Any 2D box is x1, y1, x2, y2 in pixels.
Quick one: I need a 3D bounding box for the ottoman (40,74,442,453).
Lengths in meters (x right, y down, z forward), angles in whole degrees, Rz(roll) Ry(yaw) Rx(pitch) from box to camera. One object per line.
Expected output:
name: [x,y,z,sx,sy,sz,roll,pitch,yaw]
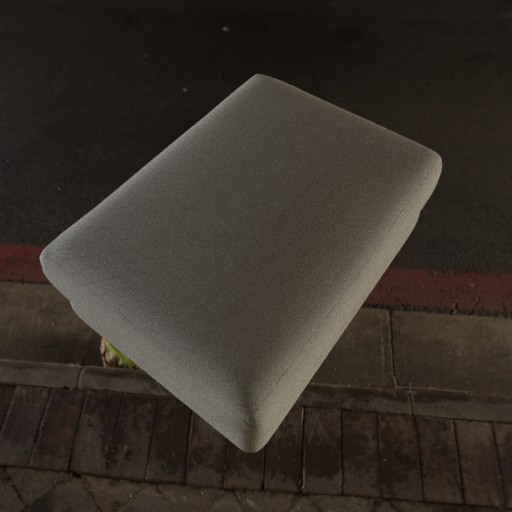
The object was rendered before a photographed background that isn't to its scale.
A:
ottoman: [0.000,0.000,1.124,0.569,0.504,0.773,32,63,19]
